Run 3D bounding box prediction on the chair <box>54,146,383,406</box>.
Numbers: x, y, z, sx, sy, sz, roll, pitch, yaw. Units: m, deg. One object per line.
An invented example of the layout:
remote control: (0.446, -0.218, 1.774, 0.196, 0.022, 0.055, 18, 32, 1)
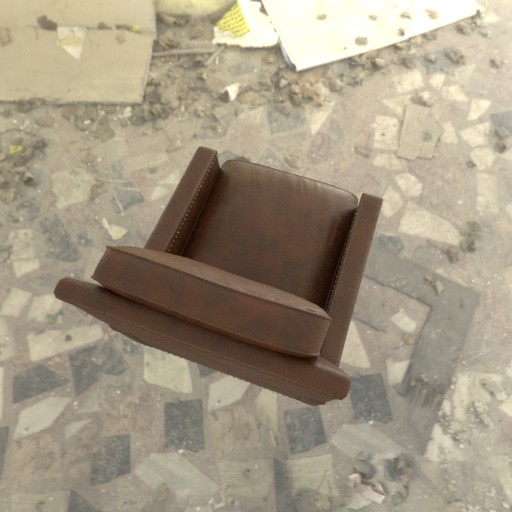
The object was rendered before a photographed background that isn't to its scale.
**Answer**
chair: (0.000, 0.000, 1.788, 0.854, 1.054, 1.035, 18, 65, 9)
